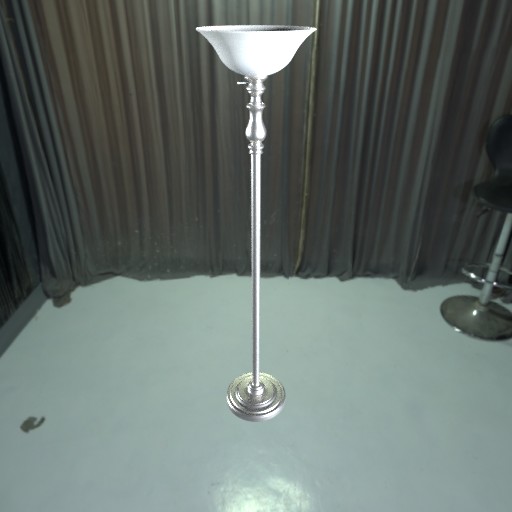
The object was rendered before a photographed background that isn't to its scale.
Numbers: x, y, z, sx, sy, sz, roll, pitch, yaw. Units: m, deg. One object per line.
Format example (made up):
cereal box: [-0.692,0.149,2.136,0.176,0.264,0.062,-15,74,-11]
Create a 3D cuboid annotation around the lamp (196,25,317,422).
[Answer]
lamp: [0.000,0.000,1.934,0.405,1.771,0.405,-1,30,-1]
